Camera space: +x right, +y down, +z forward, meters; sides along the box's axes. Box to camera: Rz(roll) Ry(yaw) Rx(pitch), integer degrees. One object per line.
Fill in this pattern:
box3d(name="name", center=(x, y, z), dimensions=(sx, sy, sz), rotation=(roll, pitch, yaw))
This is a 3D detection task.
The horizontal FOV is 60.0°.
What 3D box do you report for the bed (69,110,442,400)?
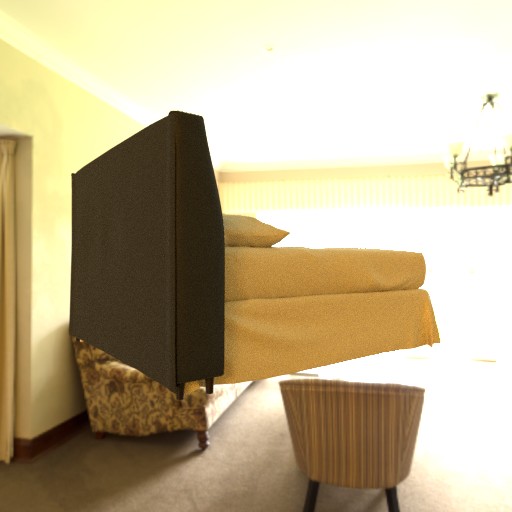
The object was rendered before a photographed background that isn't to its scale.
box3d(name="bed", center=(0.000, 0.000, 3.391), dimensions=(2.276, 1.332, 1.925), rotation=(0, 0, -36))
